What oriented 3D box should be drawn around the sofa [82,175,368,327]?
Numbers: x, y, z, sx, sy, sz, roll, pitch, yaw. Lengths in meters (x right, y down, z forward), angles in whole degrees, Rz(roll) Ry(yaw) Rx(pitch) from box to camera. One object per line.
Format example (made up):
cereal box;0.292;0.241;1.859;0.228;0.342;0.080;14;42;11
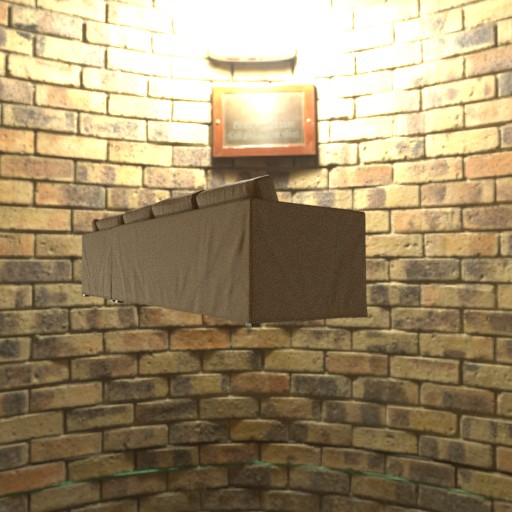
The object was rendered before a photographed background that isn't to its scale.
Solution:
sofa;0.000;0.000;4.298;2.432;0.871;3.182;1;-2;-37
